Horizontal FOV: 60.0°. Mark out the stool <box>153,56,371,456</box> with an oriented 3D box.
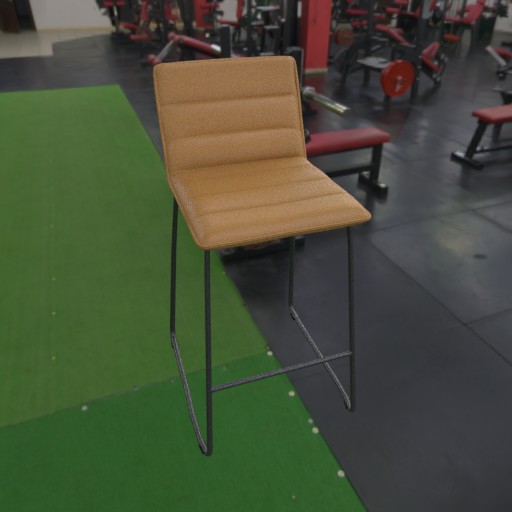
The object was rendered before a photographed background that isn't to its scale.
[{"bbox_3d":[0.000,0.000,1.222,0.489,0.936,0.524,-11,35,-16],"label":"stool"}]
